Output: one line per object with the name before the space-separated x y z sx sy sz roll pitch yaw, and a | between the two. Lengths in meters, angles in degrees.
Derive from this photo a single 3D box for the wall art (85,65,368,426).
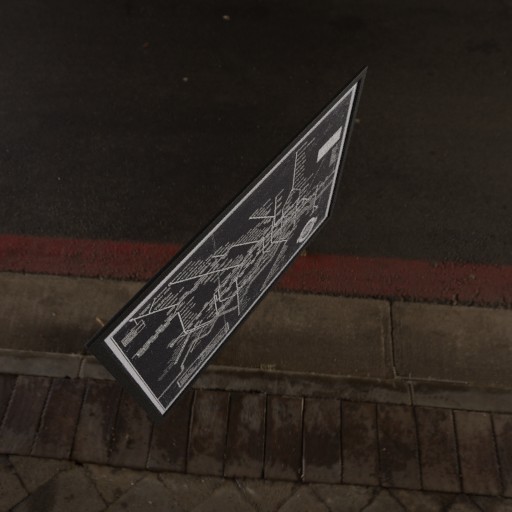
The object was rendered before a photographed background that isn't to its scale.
wall art | 0.000 0.000 1.528 0.013 0.811 1.192 33 64 18
